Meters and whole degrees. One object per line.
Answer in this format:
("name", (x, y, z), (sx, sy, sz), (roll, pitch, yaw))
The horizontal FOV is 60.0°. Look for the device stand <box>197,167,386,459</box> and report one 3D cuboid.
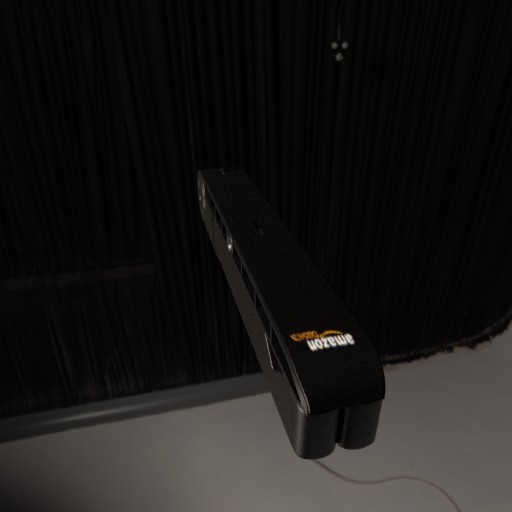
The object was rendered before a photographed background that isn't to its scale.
("device stand", (0.000, 0.000, 0.189), (0.026, 0.030, 0.179), (-7, 30, -13))
